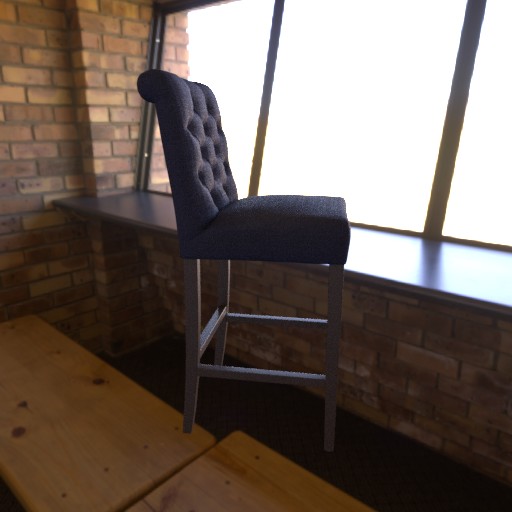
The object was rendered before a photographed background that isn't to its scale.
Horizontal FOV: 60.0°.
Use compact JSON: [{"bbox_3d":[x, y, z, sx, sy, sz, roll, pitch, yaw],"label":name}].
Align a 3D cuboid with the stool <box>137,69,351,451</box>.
[{"bbox_3d":[0.000,0.000,1.503,0.601,1.140,0.493,3,17,9],"label":"stool"}]
